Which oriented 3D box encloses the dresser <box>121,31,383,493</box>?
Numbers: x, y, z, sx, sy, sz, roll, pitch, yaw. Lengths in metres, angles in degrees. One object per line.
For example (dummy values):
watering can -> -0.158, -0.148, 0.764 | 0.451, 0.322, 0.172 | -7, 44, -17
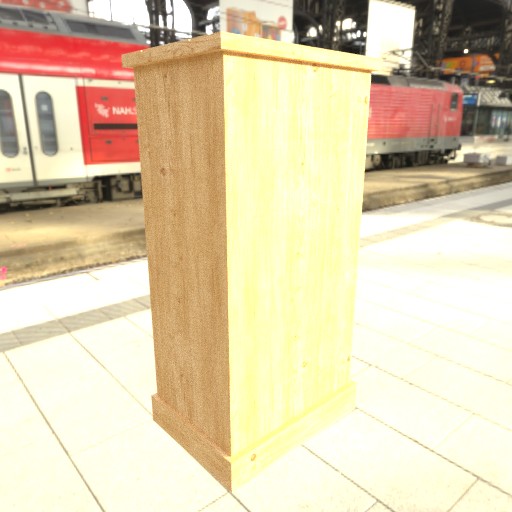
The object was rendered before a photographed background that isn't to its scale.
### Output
dresser -> 0.000, 0.000, 1.260 | 0.531, 1.041, 0.390 | -15, 22, -40
